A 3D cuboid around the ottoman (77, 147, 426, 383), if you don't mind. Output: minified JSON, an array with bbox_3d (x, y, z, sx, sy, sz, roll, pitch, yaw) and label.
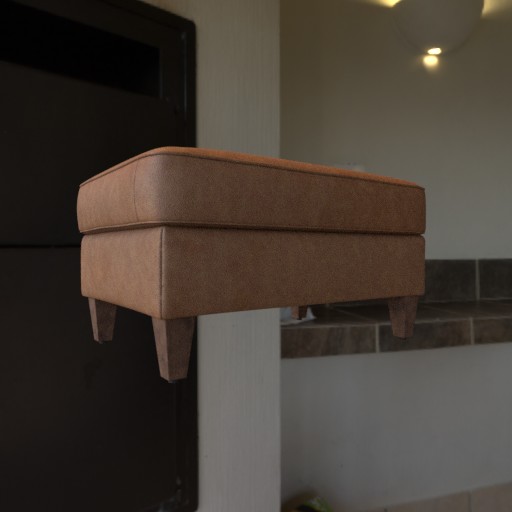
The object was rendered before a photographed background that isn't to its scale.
[{"bbox_3d":[0.000,0.000,1.255,0.864,0.483,0.584,0,1,-36],"label":"ottoman"}]
